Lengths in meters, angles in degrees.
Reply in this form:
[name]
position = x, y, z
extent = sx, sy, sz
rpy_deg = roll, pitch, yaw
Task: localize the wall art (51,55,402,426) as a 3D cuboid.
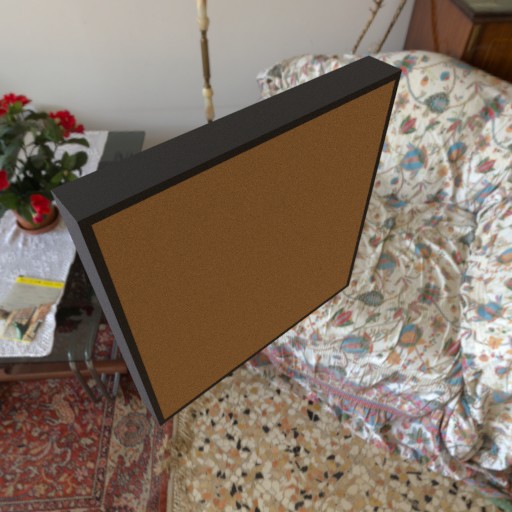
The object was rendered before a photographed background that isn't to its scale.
[wall art]
position = 0.000, 0.000, 0.446
extent = 0.304, 0.304, 0.038
rpy_deg = -32, 55, -26
